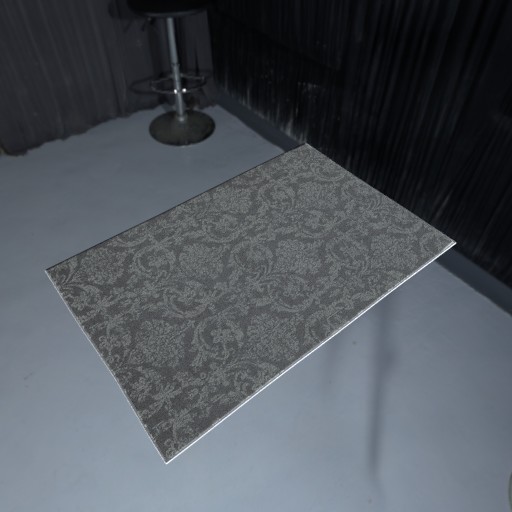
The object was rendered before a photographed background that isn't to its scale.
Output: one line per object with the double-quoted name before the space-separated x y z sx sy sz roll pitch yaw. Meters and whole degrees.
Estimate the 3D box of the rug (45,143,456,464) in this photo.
"rug" 0.000 0.000 3.533 2.746 0.018 1.819 -31 55 -24
